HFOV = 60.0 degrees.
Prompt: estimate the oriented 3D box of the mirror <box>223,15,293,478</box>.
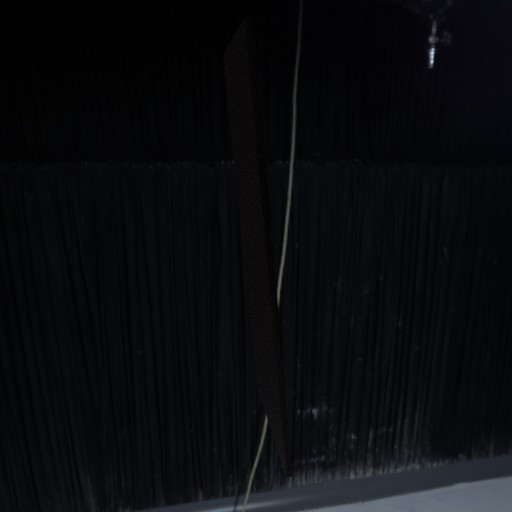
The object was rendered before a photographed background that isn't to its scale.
[{"bbox_3d":[0.000,0.000,2.263,0.221,2.020,0.812,-3,15,-9],"label":"mirror"}]
